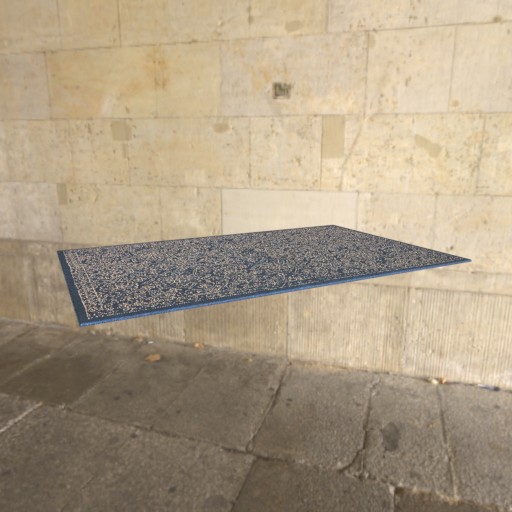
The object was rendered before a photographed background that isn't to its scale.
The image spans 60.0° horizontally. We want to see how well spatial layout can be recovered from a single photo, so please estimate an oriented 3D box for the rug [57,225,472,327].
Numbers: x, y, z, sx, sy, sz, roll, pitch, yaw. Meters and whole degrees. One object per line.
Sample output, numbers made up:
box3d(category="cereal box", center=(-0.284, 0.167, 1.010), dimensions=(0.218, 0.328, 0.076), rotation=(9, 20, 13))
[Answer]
box3d(category="rug", center=(0.000, 0.000, 3.060), dimensions=(2.441, 0.015, 1.526), rotation=(-7, 15, -26))
